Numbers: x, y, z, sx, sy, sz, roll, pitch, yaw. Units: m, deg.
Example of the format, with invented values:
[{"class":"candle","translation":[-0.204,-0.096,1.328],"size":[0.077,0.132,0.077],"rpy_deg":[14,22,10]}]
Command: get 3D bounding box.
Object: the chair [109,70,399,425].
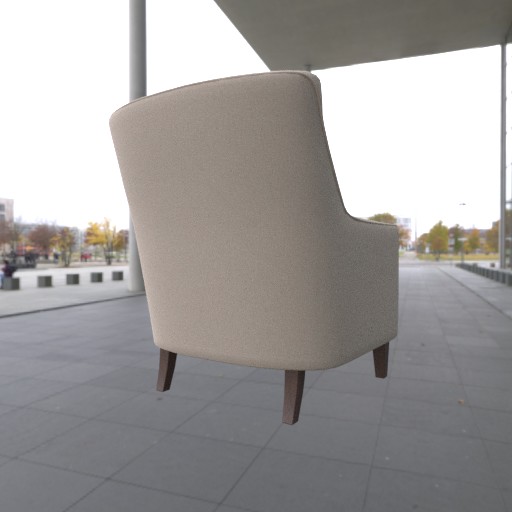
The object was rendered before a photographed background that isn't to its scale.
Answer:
[{"class":"chair","translation":[0.000,0.000,1.529],"size":[0.756,0.916,0.879],"rpy_deg":[0,1,35]}]
